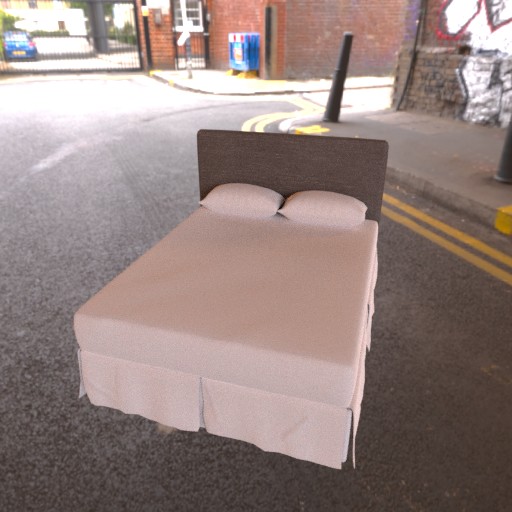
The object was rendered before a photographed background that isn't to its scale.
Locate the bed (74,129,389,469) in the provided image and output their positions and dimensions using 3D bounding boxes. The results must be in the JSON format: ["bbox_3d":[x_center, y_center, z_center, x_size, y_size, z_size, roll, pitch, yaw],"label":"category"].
[{"bbox_3d":[0.000,0.000,3.153,1.723,1.330,2.142,8,28,15],"label":"bed"}]
